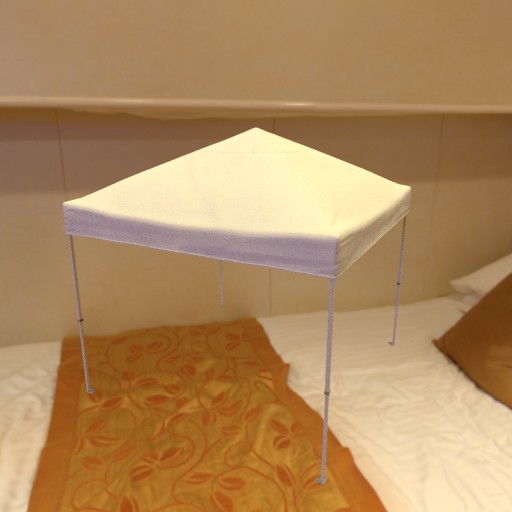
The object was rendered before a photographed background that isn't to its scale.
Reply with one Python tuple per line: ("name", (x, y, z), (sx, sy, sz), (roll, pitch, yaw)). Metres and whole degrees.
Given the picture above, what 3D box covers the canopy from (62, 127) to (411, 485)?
("canopy", (0.000, 0.000, 5.384), (2.996, 2.997, 2.998), (9, 19, 27))
